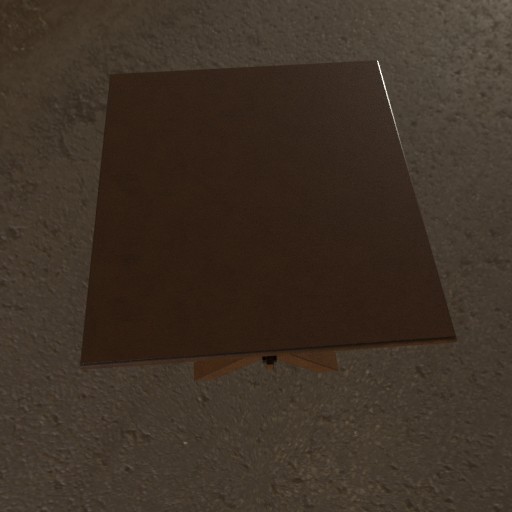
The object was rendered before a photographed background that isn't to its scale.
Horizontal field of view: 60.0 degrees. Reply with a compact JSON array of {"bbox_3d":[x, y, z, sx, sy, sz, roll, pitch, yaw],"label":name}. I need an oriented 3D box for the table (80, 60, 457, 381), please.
[{"bbox_3d":[0.000,0.000,1.034,0.560,0.562,0.602,-4,63,-2],"label":"table"}]
